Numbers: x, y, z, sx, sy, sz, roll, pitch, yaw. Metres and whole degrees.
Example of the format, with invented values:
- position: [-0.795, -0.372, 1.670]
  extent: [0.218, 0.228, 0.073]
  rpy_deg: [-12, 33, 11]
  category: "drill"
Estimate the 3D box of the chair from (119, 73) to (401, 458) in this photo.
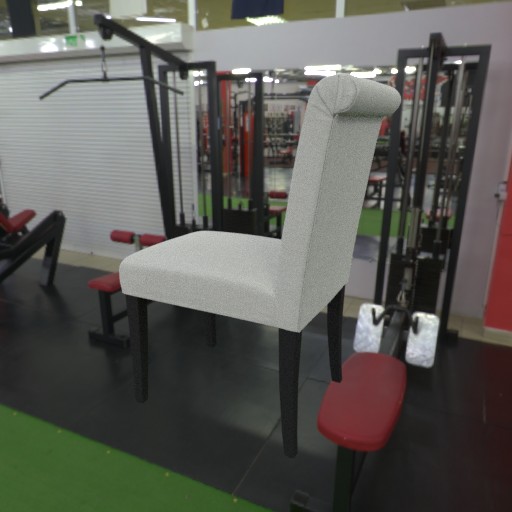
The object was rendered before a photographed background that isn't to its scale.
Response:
- position: [0.000, 0.000, 1.355]
  extent: [0.708, 0.976, 0.452]
  rpy_deg: [9, 19, 27]
  category: "chair"
